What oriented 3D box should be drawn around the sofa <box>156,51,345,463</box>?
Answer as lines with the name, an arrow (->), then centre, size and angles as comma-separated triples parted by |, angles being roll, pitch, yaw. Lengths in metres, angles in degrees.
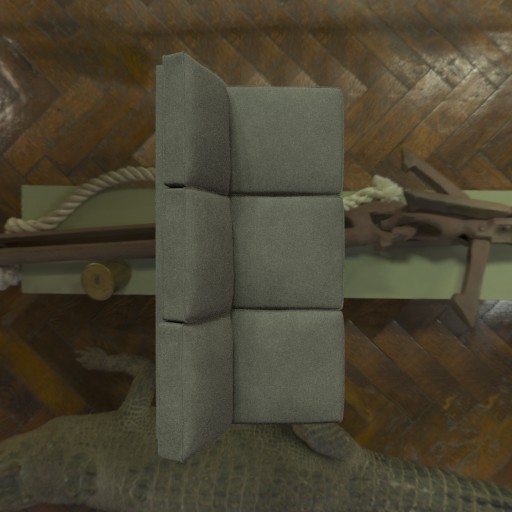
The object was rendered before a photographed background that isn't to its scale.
sofa -> 0.000, 0.000, 2.540 | 1.027, 0.973, 1.962 | 0, 90, 0
